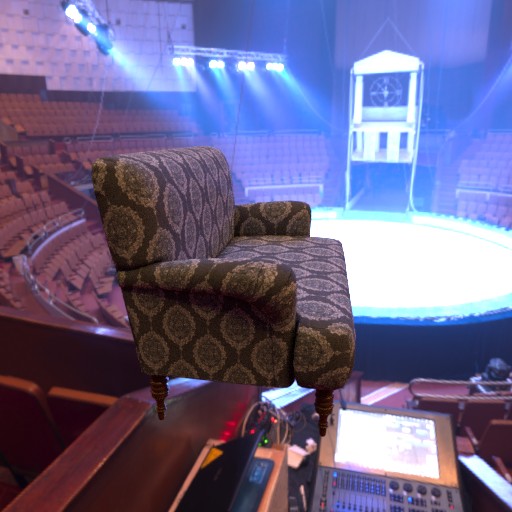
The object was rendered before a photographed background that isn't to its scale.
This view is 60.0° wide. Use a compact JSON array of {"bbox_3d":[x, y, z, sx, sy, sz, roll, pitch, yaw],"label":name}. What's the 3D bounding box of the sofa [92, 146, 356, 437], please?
[{"bbox_3d":[0.000,0.000,1.860,0.779,0.867,1.297,2,16,9],"label":"sofa"}]
